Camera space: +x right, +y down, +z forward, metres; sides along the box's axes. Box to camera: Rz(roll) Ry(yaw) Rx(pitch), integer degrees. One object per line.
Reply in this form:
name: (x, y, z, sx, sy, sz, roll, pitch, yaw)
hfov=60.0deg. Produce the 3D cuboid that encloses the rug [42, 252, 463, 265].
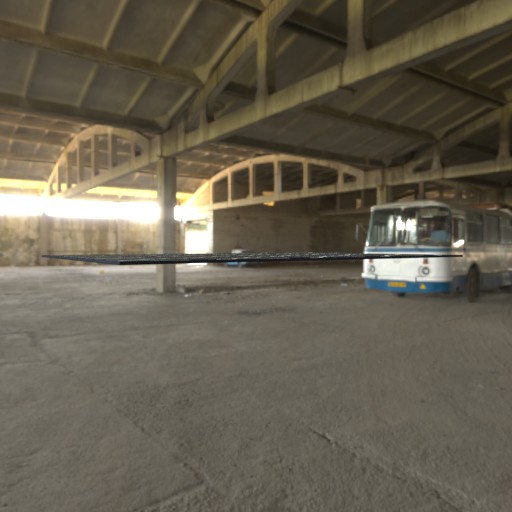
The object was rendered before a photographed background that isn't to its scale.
rug: (0.000, 0.000, 2.880, 2.290, 0.014, 1.526, -1, 1, -35)
